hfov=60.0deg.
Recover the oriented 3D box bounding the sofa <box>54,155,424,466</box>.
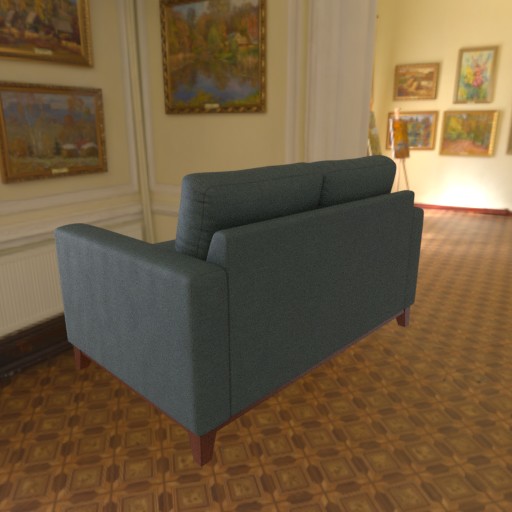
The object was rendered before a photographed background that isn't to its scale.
[{"bbox_3d":[0.000,0.000,2.082,0.955,0.903,1.489,15,22,42],"label":"sofa"}]
